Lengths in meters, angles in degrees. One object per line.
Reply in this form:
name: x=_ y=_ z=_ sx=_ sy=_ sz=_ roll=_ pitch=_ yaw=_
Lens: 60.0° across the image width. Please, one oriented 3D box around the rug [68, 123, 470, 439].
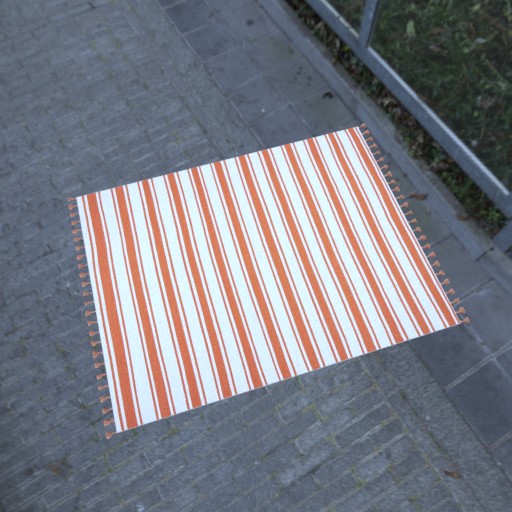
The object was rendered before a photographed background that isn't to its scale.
rug: x=0.000 y=0.000 z=4.354 sx=3.369 sy=0.035 sz=2.451 roll=-16 pitch=66 yaw=-7
